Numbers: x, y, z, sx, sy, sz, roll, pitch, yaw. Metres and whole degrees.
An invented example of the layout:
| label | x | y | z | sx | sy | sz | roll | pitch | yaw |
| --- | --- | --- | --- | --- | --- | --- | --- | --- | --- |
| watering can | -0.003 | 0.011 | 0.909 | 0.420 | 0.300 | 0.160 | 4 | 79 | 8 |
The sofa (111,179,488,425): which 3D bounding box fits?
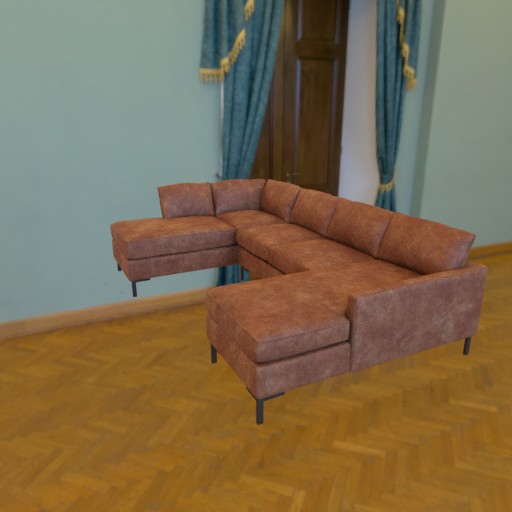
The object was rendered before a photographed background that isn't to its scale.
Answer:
| label | x | y | z | sx | sy | sz | roll | pitch | yaw |
| --- | --- | --- | --- | --- | --- | --- | --- | --- | --- |
| sofa | 0.000 | 0.000 | 3.784 | 1.939 | 0.900 | 2.956 | -9 | 20 | -25 |
